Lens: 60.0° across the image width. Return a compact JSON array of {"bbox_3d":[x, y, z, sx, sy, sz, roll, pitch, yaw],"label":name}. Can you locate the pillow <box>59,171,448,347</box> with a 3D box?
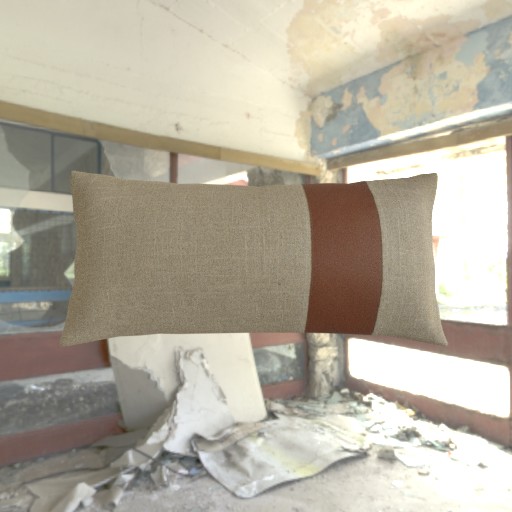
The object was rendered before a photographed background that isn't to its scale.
[{"bbox_3d":[0.000,0.000,0.713,0.612,0.282,0.155,0,-1,-1],"label":"pillow"}]
